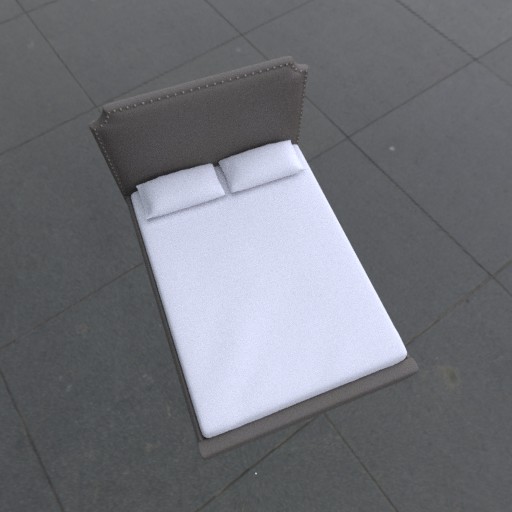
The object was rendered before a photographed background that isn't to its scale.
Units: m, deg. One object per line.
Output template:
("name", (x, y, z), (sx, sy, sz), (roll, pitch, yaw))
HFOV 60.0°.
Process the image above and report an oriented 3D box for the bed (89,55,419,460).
("bed", (0.000, 0.000, 3.371), (1.712, 1.443, 2.372), (-19, 65, -9))
